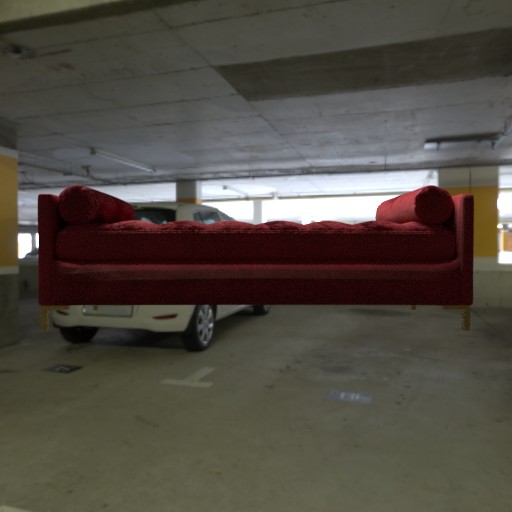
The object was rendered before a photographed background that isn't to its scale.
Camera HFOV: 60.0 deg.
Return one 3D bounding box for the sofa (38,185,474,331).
[{"bbox_3d":[0.000,0.000,2.483,2.102,0.705,0.796,0,1,0],"label":"sofa"}]
